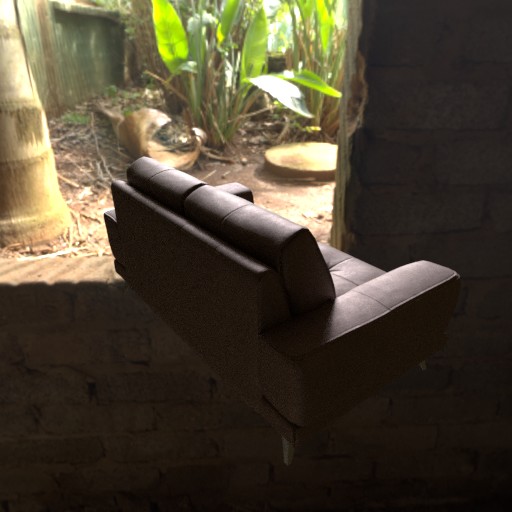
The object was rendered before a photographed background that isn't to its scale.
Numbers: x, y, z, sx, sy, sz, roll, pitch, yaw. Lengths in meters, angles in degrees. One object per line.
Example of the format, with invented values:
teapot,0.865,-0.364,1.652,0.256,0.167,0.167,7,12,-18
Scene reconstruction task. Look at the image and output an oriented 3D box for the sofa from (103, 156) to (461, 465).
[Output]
sofa,0.000,0.000,2.369,1.018,0.907,1.806,-19,32,-33
